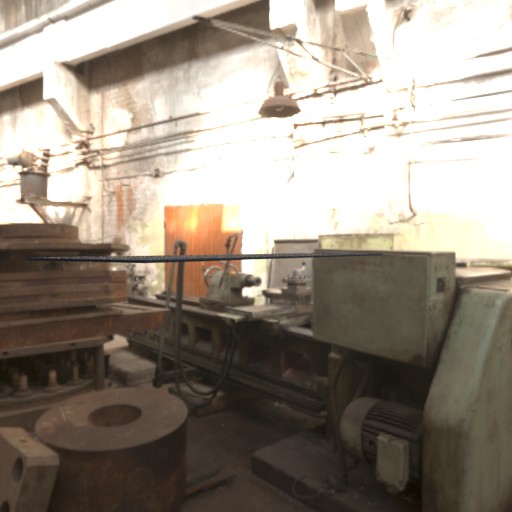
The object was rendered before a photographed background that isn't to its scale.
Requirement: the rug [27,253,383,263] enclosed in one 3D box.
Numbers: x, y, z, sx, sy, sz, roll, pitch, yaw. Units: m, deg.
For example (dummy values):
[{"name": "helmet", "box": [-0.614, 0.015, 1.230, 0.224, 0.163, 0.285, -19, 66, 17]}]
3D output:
[{"name": "rug", "box": [0.000, 0.000, 2.741, 0.769, 0.012, 2.448, 1, 1, 35]}]
